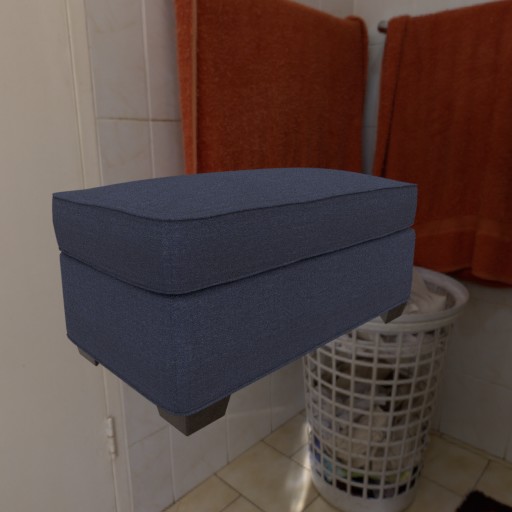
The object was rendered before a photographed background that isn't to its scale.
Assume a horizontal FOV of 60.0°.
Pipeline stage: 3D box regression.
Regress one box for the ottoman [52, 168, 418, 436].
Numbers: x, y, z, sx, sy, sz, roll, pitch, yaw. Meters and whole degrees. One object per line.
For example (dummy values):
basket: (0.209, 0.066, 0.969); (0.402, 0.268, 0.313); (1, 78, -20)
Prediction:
ottoman: (0.000, 0.000, 1.195); (0.895, 0.453, 0.505); (-15, 21, -43)
